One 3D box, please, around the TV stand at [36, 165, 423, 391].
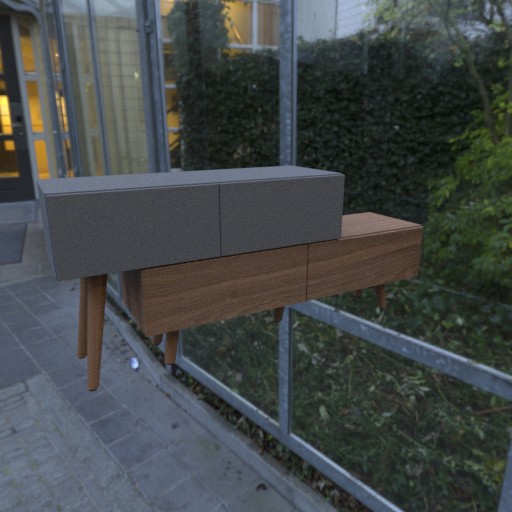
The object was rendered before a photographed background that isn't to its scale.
[{"bbox_3d":[0.000,0.000,1.595,1.336,0.591,0.329,-9,19,-27],"label":"TV stand"}]
